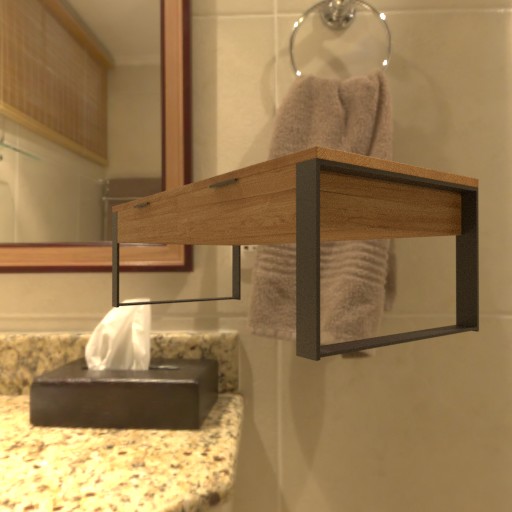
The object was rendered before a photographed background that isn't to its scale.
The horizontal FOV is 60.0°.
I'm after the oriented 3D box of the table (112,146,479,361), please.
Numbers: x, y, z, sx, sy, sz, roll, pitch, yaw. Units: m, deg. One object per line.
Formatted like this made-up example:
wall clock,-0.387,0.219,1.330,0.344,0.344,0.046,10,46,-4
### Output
table,0.000,0.000,1.467,0.590,0.400,1.180,0,-1,-36
